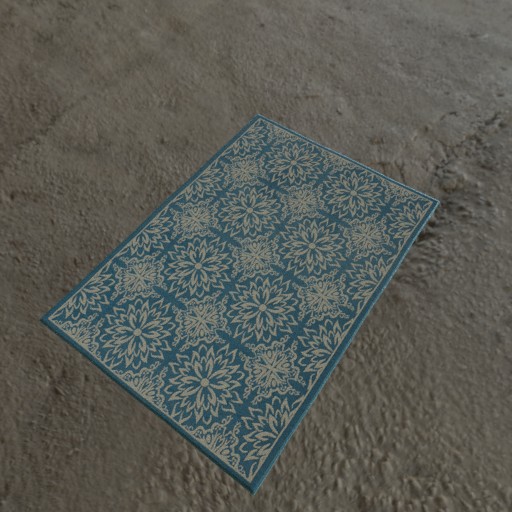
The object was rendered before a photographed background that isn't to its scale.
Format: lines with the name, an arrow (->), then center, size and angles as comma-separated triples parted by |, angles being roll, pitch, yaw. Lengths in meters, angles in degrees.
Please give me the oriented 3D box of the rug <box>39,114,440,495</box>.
rug -> 0.000, 0.000, 2.828 | 1.554, 0.012, 2.205 | 31, 63, 18
